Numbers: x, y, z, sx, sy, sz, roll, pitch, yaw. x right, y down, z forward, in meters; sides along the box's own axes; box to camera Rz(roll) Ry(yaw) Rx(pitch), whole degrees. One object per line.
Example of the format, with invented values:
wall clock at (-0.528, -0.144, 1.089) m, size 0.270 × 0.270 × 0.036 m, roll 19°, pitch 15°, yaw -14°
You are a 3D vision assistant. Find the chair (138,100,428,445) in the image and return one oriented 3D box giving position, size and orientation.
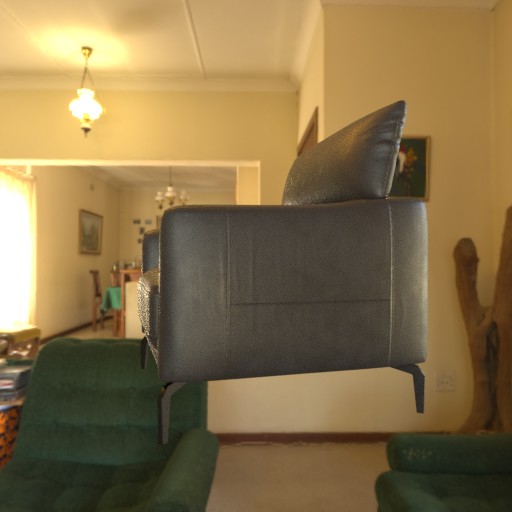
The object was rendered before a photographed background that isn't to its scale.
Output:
chair at (0.000, 0.000, 1.612) m, size 0.809 × 0.949 × 0.976 m, roll 0°, pitch -1°, yaw -17°
